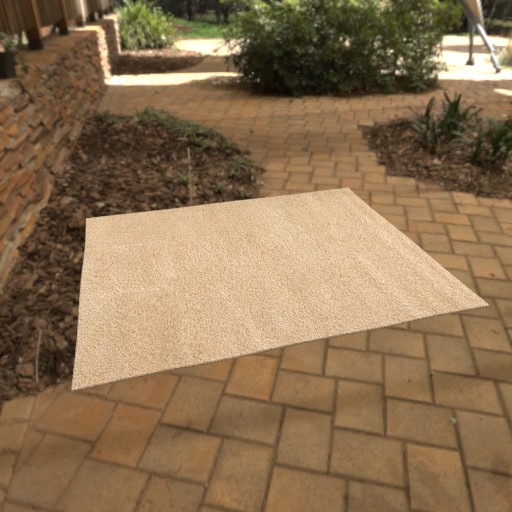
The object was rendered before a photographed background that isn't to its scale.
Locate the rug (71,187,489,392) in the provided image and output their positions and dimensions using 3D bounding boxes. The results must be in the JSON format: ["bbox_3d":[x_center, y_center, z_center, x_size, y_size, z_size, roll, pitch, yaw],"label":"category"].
[{"bbox_3d":[0.000,0.000,4.001,3.000,0.025,2.400,-9,32,-14],"label":"rug"}]
